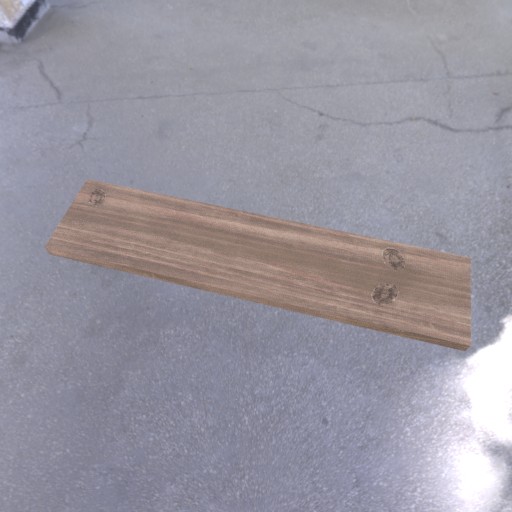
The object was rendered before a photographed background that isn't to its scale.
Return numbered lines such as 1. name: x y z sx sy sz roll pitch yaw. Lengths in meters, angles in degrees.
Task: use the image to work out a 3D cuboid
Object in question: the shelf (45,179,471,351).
1. shelf: 0.000 0.000 0.658 0.610 0.020 0.140 12 58 8
